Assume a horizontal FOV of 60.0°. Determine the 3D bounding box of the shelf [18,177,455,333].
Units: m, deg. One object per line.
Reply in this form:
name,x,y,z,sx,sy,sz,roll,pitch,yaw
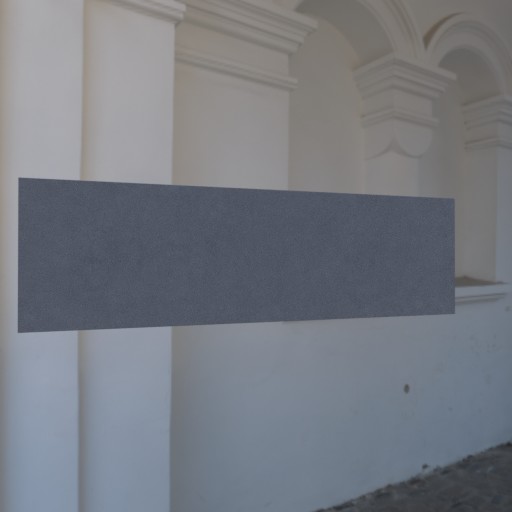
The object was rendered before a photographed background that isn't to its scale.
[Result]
shelf,0.000,0.000,1.098,1.020,0.300,0.200,0,0,-17
